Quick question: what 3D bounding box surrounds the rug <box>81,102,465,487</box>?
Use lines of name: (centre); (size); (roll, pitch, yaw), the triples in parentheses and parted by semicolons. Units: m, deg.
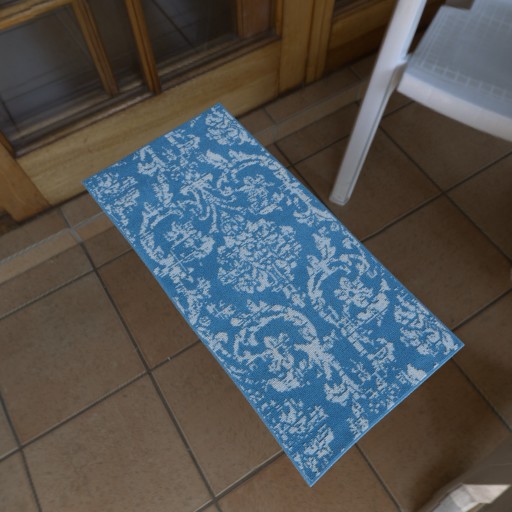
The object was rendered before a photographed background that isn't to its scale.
rug: (0.000, 0.000, 1.432); (0.604, 0.007, 1.219); (-35, 69, -16)
